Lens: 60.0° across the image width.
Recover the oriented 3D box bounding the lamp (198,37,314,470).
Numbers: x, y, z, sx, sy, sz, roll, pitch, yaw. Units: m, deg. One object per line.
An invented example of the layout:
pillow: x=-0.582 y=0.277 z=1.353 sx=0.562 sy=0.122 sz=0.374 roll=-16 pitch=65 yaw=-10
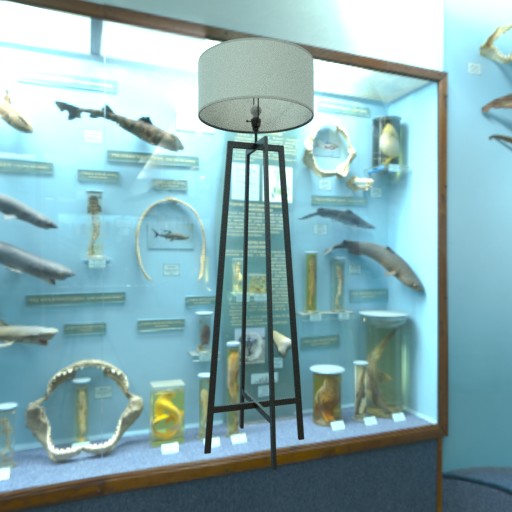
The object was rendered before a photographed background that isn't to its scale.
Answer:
lamp: x=0.000 y=0.000 z=1.761 sx=0.456 sy=1.510 sz=0.457 roll=0 pitch=0 yaw=-19
